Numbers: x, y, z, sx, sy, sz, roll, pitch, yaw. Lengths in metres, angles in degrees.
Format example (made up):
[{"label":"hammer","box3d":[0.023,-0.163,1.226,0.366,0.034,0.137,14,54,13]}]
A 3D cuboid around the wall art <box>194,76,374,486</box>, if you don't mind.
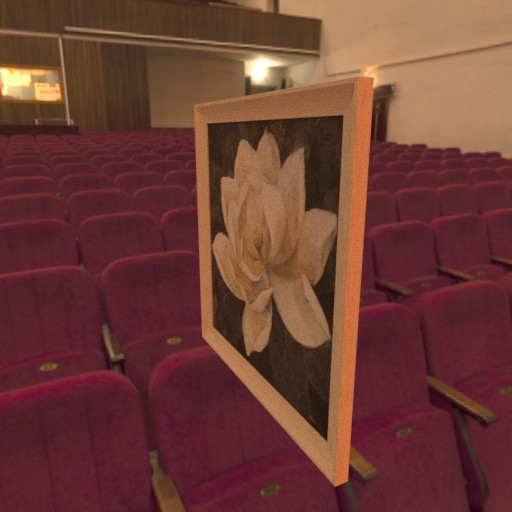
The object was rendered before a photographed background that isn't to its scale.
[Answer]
[{"label":"wall art","box3d":[0.000,0.000,1.488,0.045,1.016,1.016,-8,17,-26]}]
